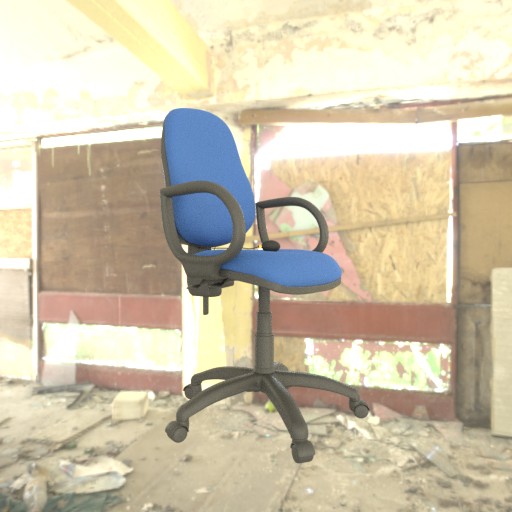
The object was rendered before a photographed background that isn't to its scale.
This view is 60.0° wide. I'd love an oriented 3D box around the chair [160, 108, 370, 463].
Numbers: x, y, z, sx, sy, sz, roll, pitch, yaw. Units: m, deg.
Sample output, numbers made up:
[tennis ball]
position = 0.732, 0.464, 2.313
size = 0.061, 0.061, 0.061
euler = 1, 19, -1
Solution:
[chair]
position = 0.000, 0.000, 1.251
size = 0.549, 0.905, 0.552
euler = 1, 1, 36
